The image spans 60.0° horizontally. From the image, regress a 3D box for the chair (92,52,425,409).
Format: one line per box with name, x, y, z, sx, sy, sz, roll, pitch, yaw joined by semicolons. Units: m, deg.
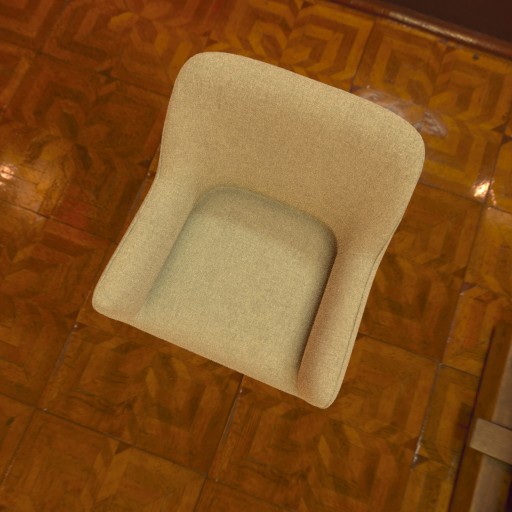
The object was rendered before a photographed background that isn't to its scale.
chair;0.000;0.000;1.225;0.610;0.813;0.610;22;78;5
